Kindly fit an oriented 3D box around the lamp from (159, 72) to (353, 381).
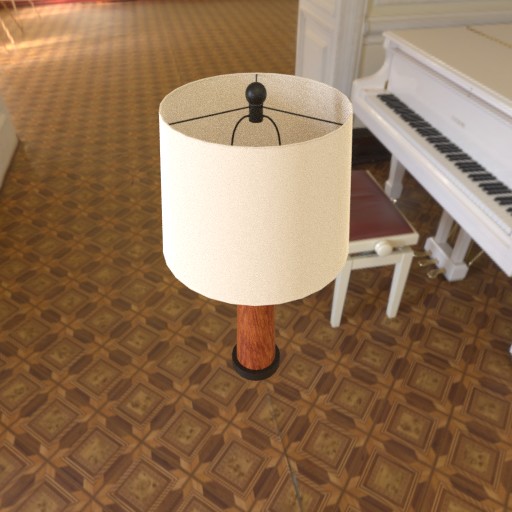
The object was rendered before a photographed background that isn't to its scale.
[{"bbox_3d":[0.000,0.000,0.867,0.349,0.667,0.349,0,40,0],"label":"lamp"}]
